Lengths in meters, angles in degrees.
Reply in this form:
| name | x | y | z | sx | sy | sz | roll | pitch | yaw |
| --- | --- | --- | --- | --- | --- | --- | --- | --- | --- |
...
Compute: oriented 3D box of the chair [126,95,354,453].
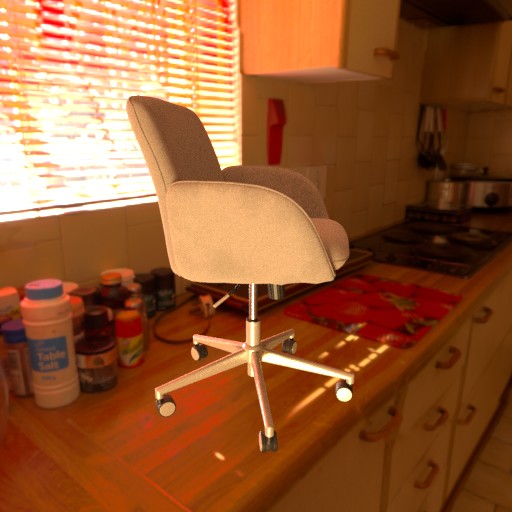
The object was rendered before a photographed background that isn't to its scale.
| name | x | y | z | sx | sy | sz | roll | pitch | yaw |
| --- | --- | --- | --- | --- | --- | --- | --- | --- | --- |
| chair | 0.000 | 0.000 | 1.405 | 0.654 | 0.959 | 0.648 | 3 | 15 | 10 |
